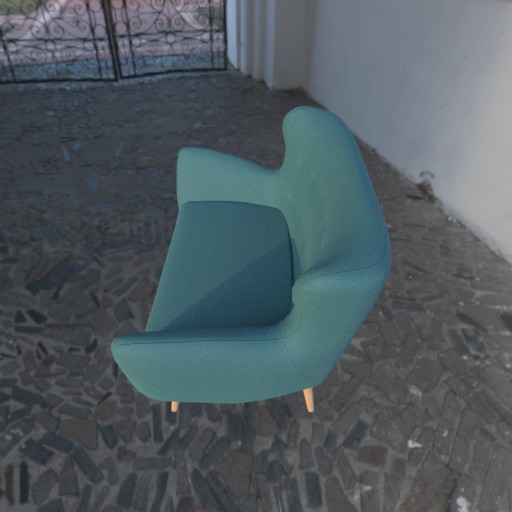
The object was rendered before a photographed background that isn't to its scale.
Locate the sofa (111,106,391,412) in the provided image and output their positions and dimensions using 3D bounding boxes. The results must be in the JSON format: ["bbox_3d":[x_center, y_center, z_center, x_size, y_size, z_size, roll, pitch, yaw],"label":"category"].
[{"bbox_3d":[0.000,0.000,1.961,0.889,0.889,1.397,1,39,1],"label":"sofa"}]
